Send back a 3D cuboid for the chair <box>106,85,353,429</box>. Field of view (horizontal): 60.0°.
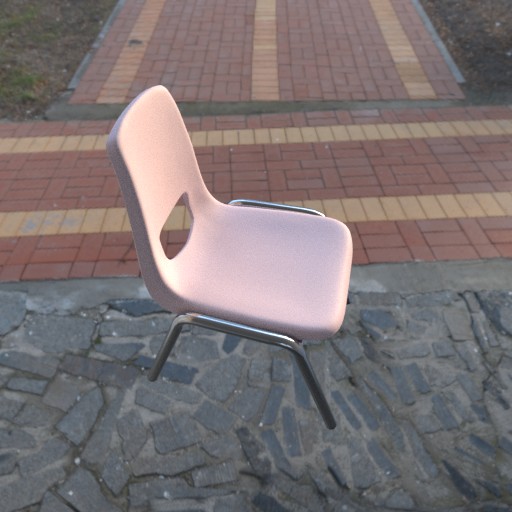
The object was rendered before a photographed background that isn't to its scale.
[{"bbox_3d":[0.000,0.000,0.856,0.423,0.586,0.354,10,47,9],"label":"chair"}]
